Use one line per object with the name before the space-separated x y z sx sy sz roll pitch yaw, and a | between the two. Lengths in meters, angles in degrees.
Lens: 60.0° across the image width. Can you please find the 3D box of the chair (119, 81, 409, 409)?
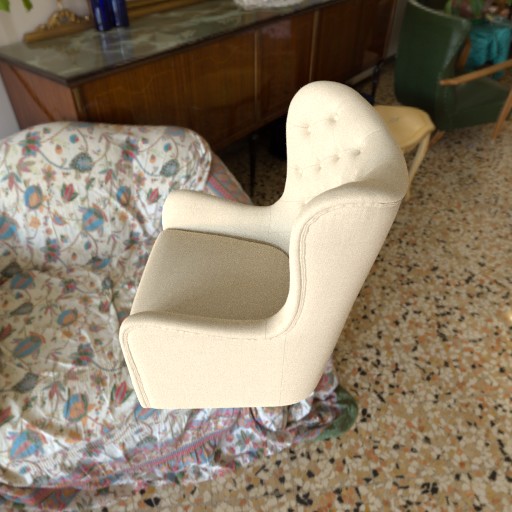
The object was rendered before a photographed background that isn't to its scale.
chair | 0.000 0.000 1.719 0.929 1.079 0.831 2 40 2
